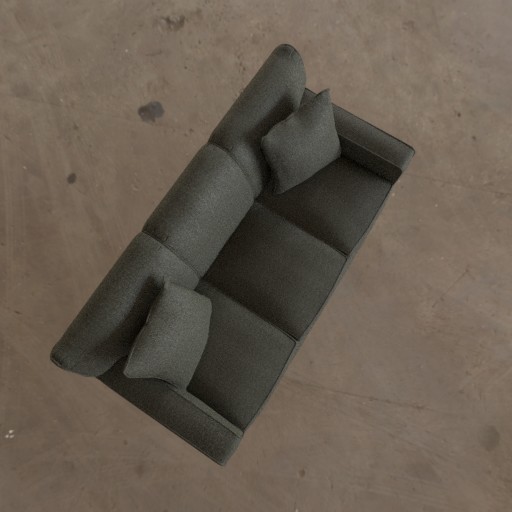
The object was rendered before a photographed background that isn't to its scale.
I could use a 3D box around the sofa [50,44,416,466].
[{"bbox_3d":[0.000,0.000,2.554,0.997,0.958,2.024,32,78,8],"label":"sofa"}]
